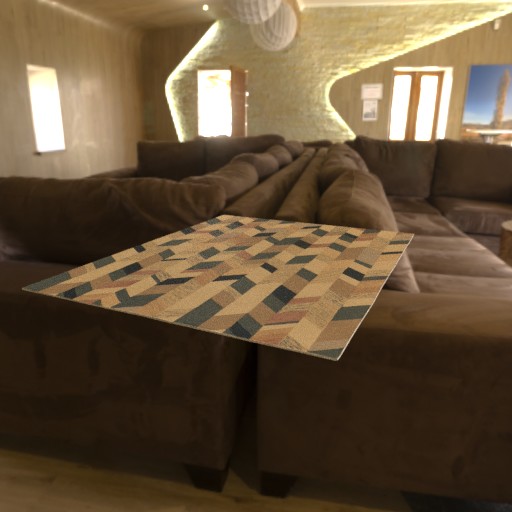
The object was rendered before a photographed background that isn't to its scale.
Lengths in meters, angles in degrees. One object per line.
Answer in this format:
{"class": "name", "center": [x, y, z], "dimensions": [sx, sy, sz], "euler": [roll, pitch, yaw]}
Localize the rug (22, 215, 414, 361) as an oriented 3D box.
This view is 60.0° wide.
{"class": "rug", "center": [0.000, 0.000, 4.142], "dimensions": [2.451, 0.011, 3.072], "euler": [8, 18, 25]}
